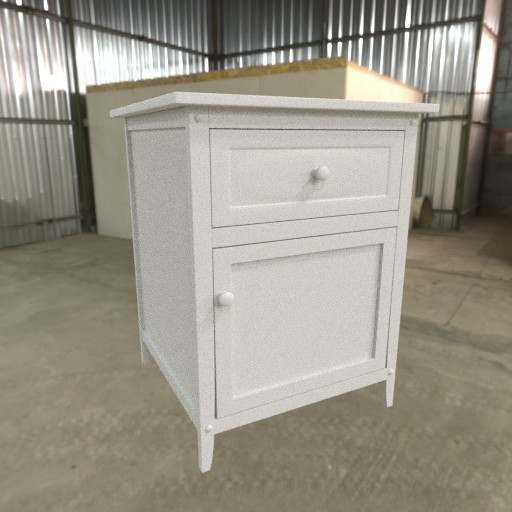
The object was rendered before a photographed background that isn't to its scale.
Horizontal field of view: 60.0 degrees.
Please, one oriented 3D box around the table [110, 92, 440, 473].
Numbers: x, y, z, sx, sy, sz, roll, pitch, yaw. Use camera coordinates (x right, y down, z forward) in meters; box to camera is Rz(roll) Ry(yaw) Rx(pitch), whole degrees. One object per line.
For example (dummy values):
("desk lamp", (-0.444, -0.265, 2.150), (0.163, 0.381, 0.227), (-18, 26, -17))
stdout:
("table", (0.000, 0.000, 0.759), (0.381, 0.483, 0.381), (-8, 17, -26))
